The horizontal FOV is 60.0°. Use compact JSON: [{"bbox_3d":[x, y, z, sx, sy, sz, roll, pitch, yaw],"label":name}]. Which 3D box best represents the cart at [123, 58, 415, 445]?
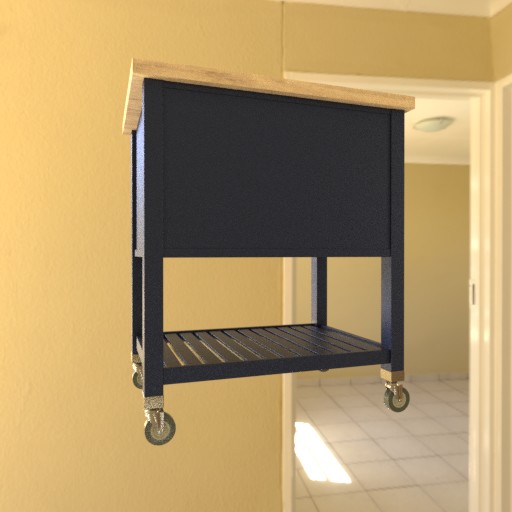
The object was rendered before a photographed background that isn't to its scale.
[{"bbox_3d":[0.000,0.000,1.422,0.797,0.920,0.567,0,0,-19],"label":"cart"}]
